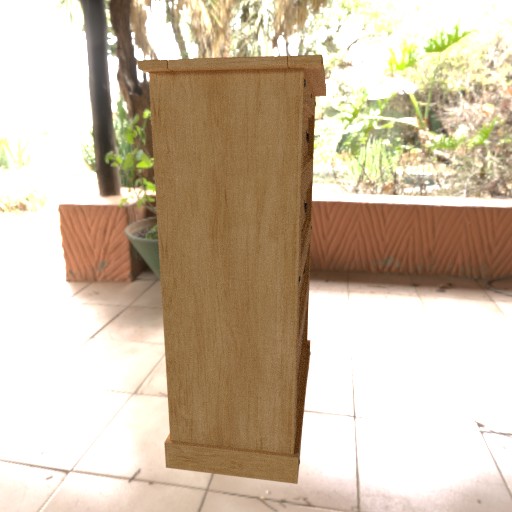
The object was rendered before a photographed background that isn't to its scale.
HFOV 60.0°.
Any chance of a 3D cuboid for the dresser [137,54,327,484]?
[{"bbox_3d":[0.000,0.000,1.733,0.485,1.300,0.915,2,15,9],"label":"dresser"}]
